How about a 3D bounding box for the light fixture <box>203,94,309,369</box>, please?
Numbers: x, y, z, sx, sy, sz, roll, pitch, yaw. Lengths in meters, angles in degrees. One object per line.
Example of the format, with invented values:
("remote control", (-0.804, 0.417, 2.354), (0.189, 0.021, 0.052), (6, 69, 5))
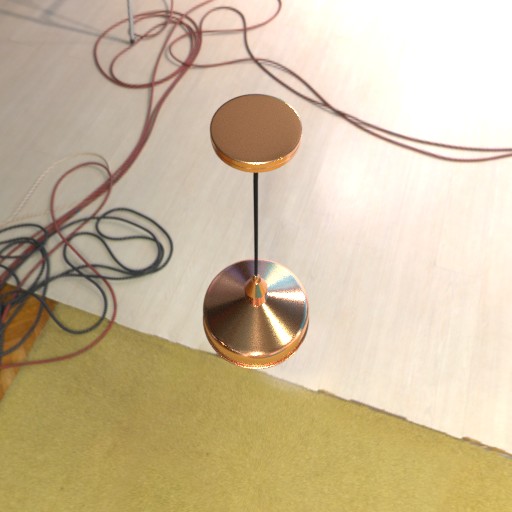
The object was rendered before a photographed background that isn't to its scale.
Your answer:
("light fixture", (0.000, 0.000, 0.924), (0.301, 0.754, 0.301), (-17, 64, -9))
